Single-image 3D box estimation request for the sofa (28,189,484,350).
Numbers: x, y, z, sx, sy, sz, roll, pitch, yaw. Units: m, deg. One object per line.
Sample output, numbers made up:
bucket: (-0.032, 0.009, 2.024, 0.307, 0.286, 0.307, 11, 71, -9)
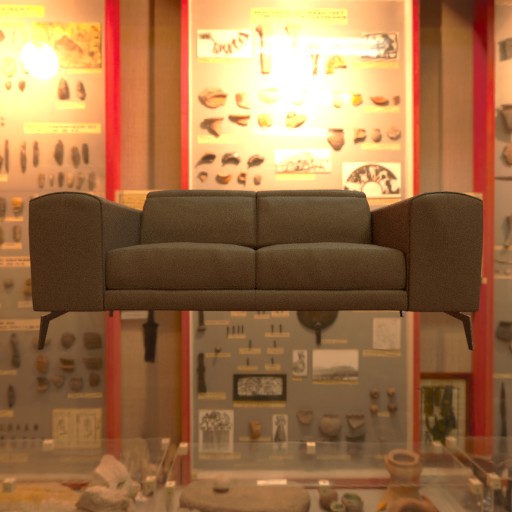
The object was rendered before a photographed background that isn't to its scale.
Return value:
sofa: (0.000, 0.000, 2.299, 1.895, 0.779, 1.003, 0, 1, 0)
